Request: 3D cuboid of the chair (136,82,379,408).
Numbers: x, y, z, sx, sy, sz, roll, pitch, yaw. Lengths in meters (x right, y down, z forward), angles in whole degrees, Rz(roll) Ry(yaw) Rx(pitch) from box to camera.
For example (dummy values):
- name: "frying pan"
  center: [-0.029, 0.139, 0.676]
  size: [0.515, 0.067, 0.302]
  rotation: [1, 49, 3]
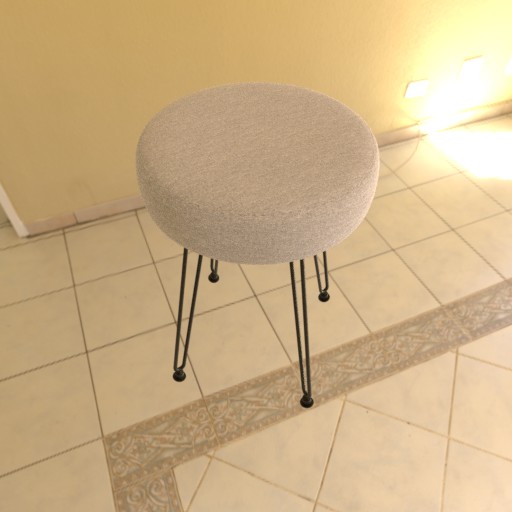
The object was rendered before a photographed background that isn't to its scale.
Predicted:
- name: "chair"
  center: [0.000, 0.000, 0.689]
  size: [0.350, 0.440, 0.350]
  rotation: [-25, 52, -21]
